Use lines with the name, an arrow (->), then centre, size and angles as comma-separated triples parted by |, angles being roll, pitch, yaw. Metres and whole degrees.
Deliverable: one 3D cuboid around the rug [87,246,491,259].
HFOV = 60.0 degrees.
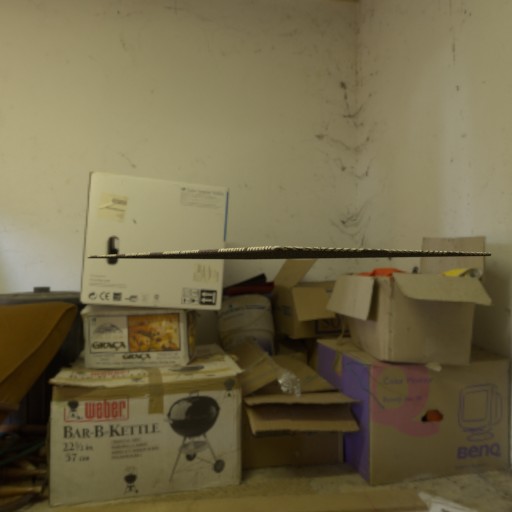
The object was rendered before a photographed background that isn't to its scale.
rug -> 0.000, 0.000, 2.310 | 1.210, 0.016, 1.833 | 1, -1, -36
